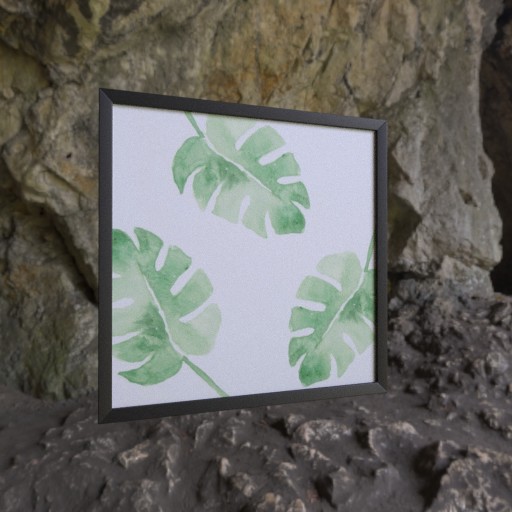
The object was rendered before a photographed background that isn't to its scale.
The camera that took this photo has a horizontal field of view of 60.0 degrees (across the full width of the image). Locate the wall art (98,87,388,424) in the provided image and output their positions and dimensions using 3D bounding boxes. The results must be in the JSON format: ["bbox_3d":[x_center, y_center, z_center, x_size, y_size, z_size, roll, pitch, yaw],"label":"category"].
[{"bbox_3d":[0.000,0.000,1.143,0.765,0.765,0.038,0,0,-18],"label":"wall art"}]
